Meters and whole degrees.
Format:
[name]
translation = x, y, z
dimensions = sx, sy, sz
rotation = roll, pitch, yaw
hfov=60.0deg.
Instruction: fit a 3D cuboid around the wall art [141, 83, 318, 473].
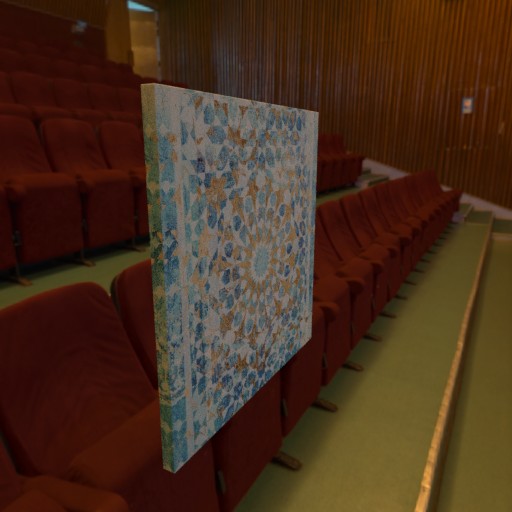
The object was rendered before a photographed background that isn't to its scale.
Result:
[wall art]
translation = 0.000, 0.000, 1.395
dimensions = 0.040, 0.916, 0.916
rotation = 7, 16, 28
